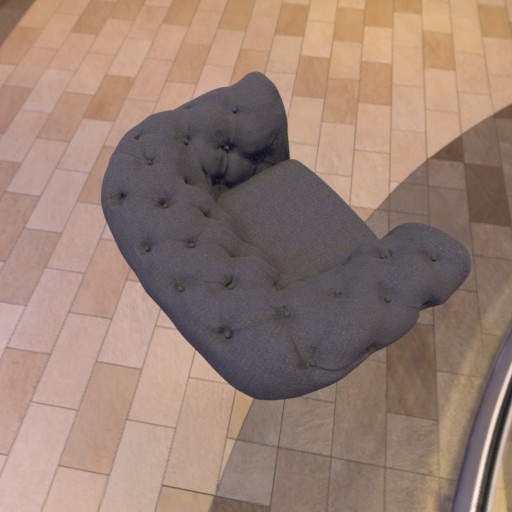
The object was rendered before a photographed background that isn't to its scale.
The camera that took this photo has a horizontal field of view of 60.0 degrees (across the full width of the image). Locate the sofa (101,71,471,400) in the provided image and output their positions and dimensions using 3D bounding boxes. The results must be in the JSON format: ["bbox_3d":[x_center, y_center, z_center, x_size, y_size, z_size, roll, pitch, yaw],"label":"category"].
[{"bbox_3d":[0.000,0.000,2.038,1.032,0.878,1.405,-32,64,-18],"label":"sofa"}]
